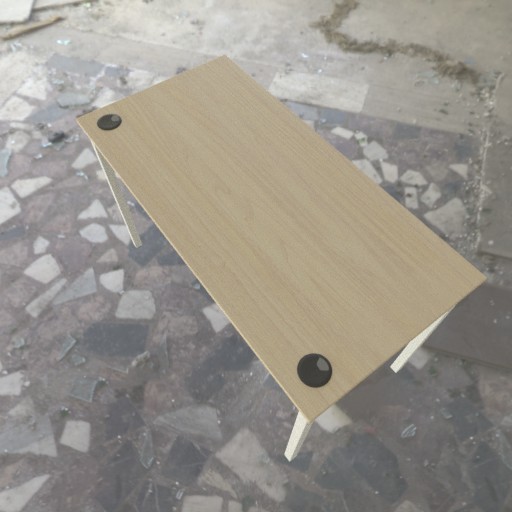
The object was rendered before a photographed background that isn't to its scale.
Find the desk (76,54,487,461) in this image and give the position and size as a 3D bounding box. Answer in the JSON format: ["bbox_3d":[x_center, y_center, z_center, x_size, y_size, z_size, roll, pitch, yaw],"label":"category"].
[{"bbox_3d":[0.000,0.000,1.622,0.600,0.750,1.200,-32,63,-19],"label":"desk"}]
